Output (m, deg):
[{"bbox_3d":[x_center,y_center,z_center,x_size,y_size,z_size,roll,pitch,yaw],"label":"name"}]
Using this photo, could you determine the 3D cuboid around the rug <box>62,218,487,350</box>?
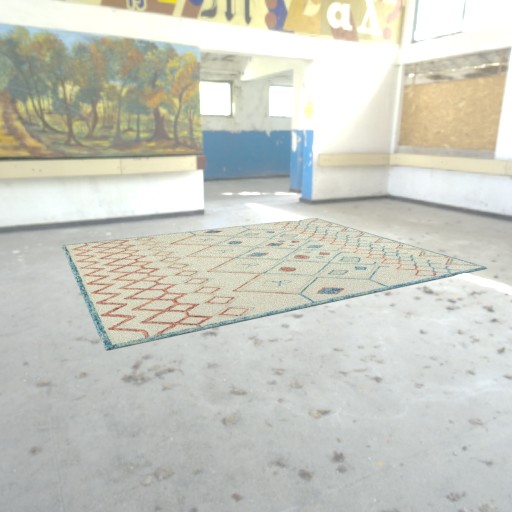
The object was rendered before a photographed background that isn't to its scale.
[{"bbox_3d":[0.000,0.000,4.018,3.050,0.016,2.441,-8,18,-27],"label":"rug"}]
